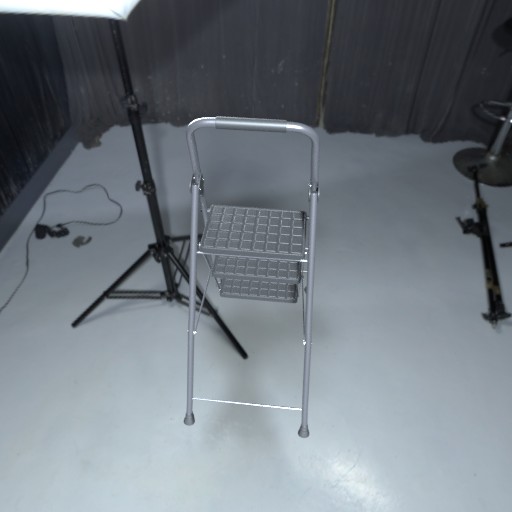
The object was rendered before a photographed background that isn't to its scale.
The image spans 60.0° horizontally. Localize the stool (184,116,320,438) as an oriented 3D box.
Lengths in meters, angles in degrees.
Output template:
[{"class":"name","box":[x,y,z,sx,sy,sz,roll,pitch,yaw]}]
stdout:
[{"class":"stool","box":[0.000,0.000,1.502,0.473,1.121,0.733,4,46,4]}]
